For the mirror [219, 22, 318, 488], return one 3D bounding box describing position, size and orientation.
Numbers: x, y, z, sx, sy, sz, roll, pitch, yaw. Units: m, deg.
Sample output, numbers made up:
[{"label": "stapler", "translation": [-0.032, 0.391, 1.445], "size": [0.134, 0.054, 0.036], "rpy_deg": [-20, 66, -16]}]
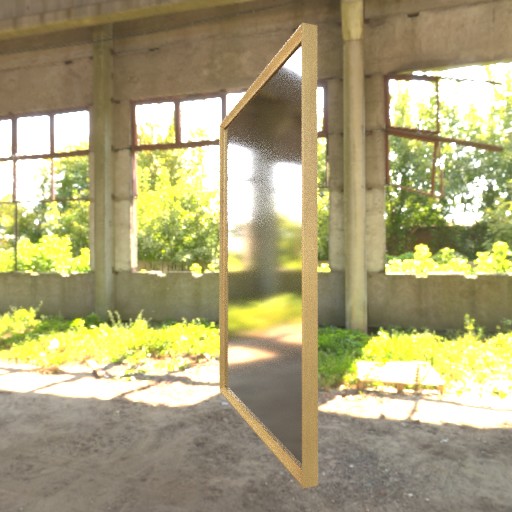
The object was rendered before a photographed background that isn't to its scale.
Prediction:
[{"label": "mirror", "translation": [0.000, 0.000, 1.334], "size": [0.041, 1.016, 0.762], "rpy_deg": [0, -1, -18]}]
